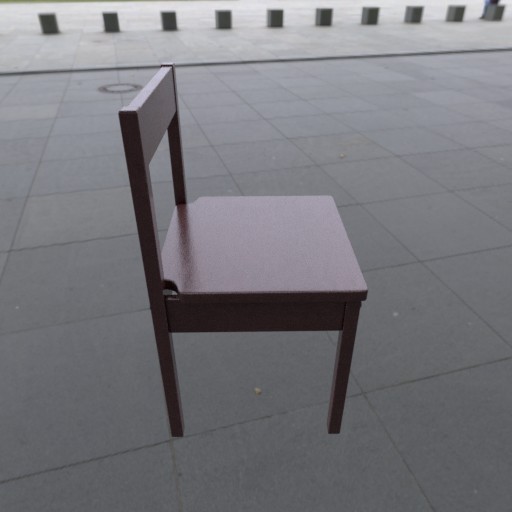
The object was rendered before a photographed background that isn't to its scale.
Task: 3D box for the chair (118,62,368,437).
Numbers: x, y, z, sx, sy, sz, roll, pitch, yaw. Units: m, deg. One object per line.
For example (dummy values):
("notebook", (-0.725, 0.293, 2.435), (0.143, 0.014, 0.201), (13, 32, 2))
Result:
("chair", (0.000, 0.000, 0.893), (0.361, 0.668, 0.367), (-1, 33, -1))
